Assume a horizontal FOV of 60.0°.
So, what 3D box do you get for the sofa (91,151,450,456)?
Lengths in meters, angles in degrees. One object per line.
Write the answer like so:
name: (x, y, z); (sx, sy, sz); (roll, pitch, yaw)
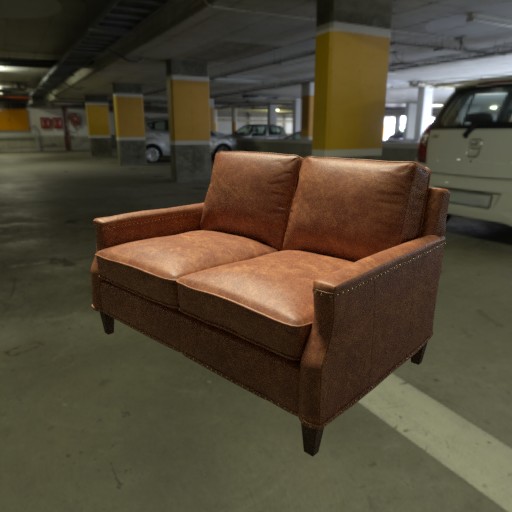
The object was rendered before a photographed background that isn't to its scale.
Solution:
sofa: (0.000, 0.000, 2.284); (1.597, 1.003, 1.084); (14, 21, 41)
